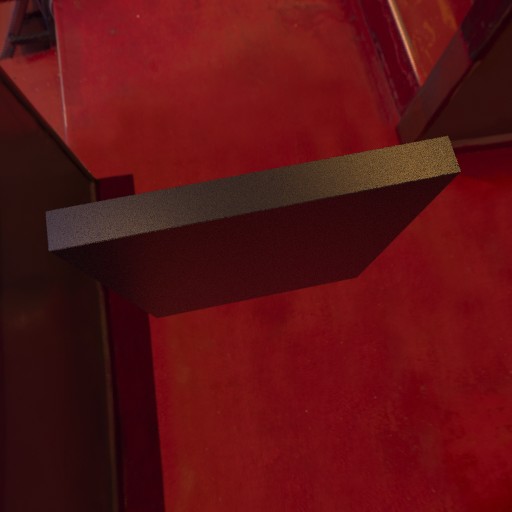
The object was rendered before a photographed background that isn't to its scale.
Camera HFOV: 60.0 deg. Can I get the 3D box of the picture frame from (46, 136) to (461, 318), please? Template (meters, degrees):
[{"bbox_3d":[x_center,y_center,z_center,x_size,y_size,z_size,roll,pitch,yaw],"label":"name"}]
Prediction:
[{"bbox_3d":[0.000,0.000,0.532,0.328,0.378,0.034,-11,75,-3],"label":"picture frame"}]
